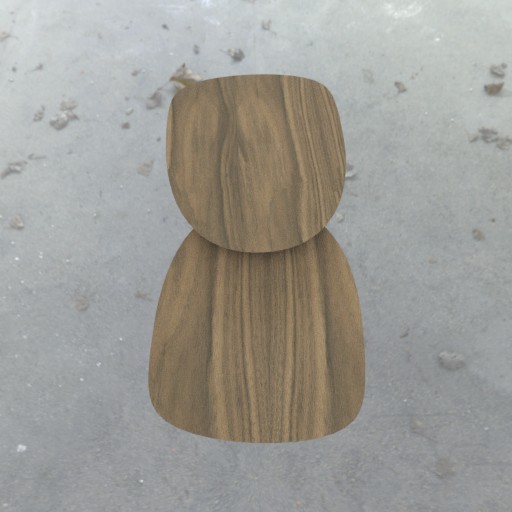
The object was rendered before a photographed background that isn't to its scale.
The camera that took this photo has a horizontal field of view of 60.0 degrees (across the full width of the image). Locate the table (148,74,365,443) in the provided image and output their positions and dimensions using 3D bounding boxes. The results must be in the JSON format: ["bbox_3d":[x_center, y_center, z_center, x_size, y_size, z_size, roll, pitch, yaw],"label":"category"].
[{"bbox_3d":[0.000,0.000,1.364,0.527,0.429,1.084,0,63,0],"label":"table"}]
